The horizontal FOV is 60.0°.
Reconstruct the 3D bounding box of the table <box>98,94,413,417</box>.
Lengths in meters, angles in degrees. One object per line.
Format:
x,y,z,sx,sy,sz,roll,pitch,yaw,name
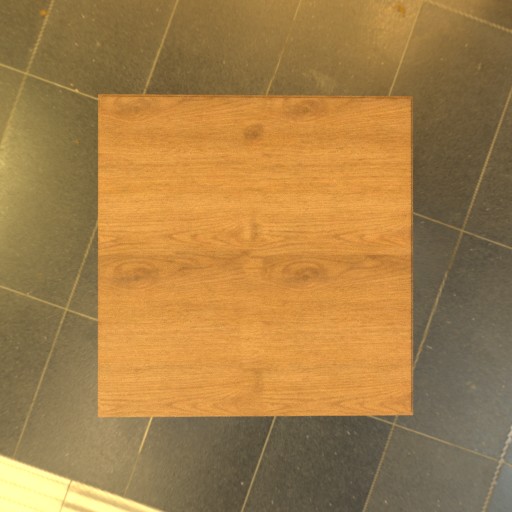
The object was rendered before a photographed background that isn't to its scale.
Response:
0.000,0.000,1.142,0.612,0.593,0.616,0,90,-1,table
